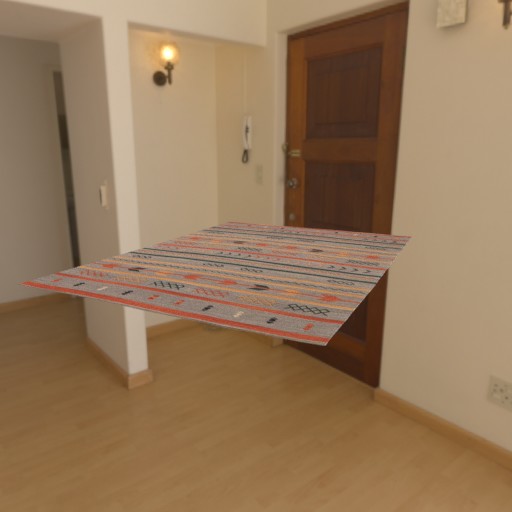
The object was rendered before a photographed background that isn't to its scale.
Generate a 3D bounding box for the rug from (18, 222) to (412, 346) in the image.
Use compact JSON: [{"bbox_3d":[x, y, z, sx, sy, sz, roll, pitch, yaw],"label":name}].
[{"bbox_3d":[0.000,0.000,3.945,2.263,0.022,3.029,7,15,26],"label":"rug"}]
